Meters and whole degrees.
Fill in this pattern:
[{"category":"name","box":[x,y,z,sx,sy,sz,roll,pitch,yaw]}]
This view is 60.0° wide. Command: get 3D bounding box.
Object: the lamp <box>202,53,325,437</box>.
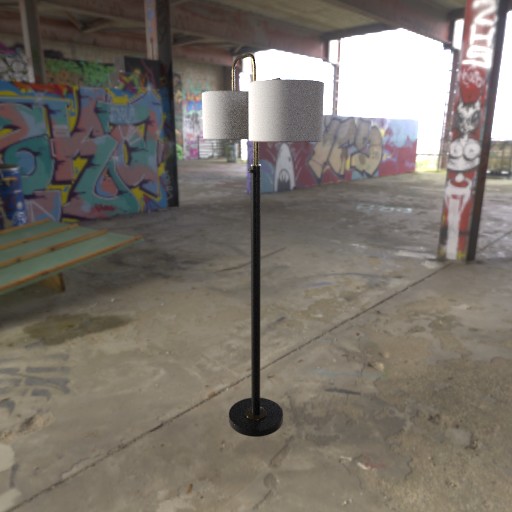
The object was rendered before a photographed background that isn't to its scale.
[{"category":"lamp","box":[0.000,0.000,1.863,0.254,1.587,0.711,-8,18,-25]}]
